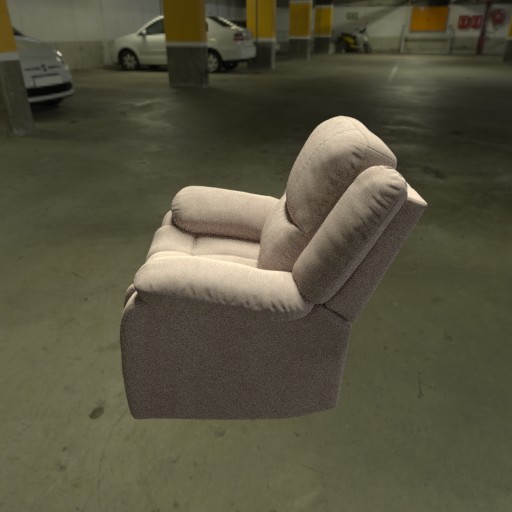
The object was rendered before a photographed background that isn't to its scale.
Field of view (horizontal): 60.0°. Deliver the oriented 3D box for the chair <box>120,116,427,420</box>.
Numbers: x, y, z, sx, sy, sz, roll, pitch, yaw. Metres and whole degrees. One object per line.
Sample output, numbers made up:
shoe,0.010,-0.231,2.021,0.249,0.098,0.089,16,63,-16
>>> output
chair,0.000,0.000,1.722,0.944,1.008,0.899,0,27,0
